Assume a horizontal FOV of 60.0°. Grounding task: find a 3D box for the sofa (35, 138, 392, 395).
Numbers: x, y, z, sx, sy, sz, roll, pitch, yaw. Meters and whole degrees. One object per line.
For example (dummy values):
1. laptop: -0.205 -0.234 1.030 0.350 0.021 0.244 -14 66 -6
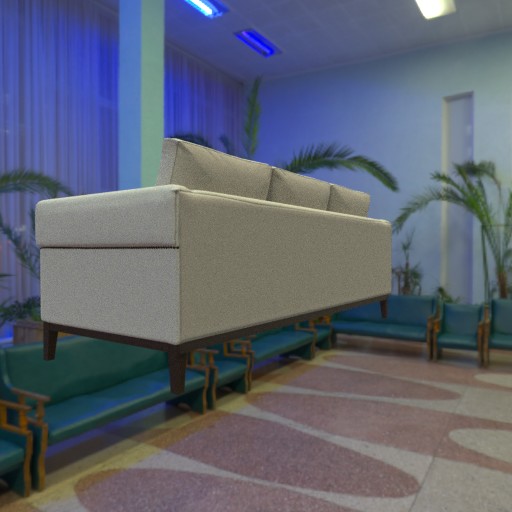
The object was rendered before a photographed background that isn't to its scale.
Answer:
1. sofa: 0.000 0.000 2.600 0.902 0.911 2.198 0 1 35
